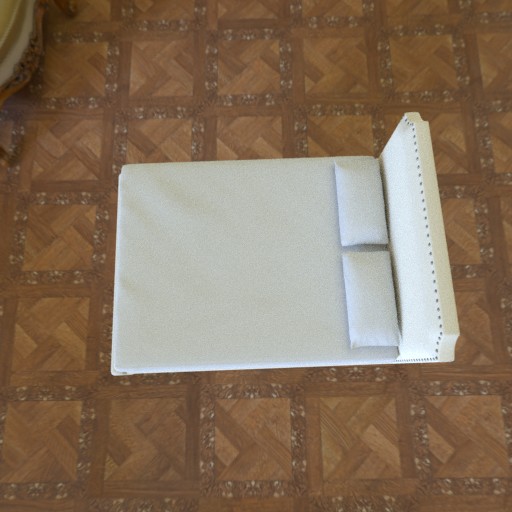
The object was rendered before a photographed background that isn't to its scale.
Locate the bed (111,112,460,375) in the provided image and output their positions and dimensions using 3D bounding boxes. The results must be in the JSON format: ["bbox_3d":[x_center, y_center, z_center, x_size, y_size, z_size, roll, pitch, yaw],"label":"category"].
[{"bbox_3d":[0.000,0.000,3.420,2.329,1.415,1.703,-2,76,-1],"label":"bed"}]
